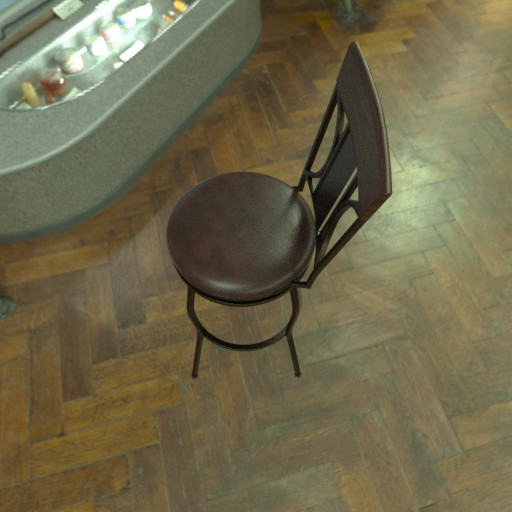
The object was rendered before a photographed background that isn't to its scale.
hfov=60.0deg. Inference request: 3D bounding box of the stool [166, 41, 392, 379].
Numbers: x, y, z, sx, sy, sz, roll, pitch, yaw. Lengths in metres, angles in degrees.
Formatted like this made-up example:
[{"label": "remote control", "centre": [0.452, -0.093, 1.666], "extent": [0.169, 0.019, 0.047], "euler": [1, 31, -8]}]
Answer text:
[{"label": "stool", "centre": [0.000, 0.000, 1.370], "extent": [0.513, 1.130, 0.448], "euler": [-1, 58, 0]}]
